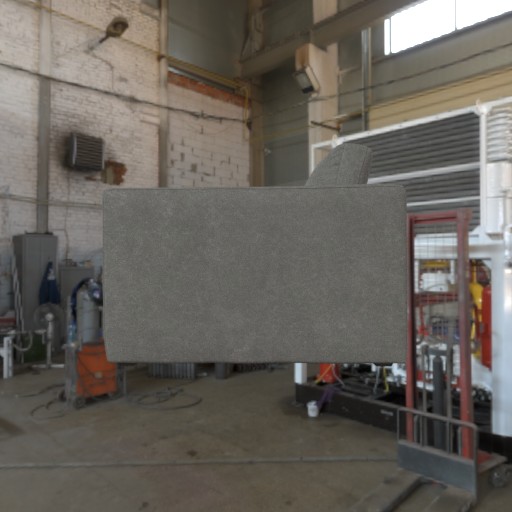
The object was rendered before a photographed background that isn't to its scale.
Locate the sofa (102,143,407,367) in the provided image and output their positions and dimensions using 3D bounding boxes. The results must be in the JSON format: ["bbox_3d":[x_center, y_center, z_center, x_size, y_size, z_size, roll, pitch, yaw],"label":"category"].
[{"bbox_3d":[0.000,0.000,2.667,1.092,0.838,2.257,0,-1,1],"label":"sofa"}]
